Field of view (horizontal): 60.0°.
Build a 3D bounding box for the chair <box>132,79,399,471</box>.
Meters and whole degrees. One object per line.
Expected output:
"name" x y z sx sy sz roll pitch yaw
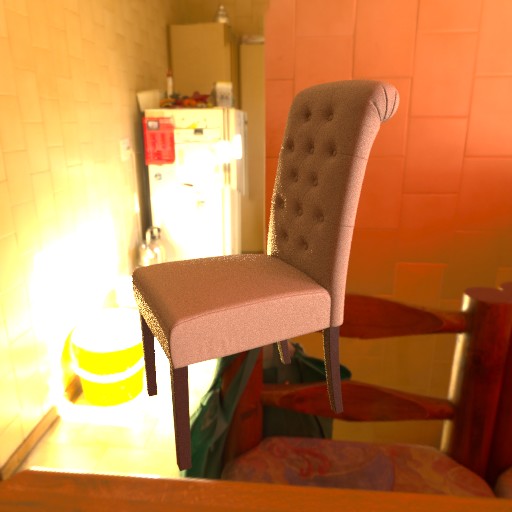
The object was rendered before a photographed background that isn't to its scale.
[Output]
"chair" 0.000 0.000 1.340 0.671 1.006 0.456 -8 19 -25
